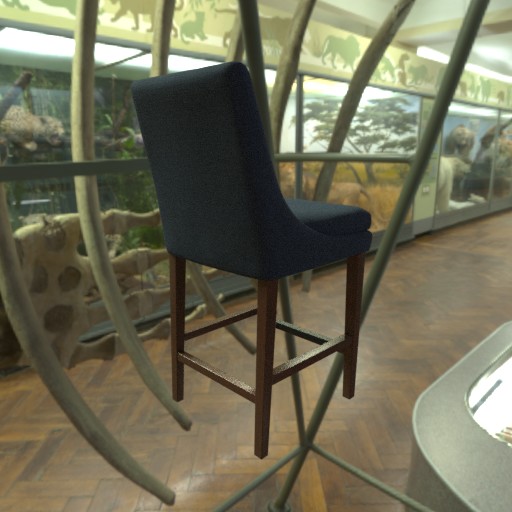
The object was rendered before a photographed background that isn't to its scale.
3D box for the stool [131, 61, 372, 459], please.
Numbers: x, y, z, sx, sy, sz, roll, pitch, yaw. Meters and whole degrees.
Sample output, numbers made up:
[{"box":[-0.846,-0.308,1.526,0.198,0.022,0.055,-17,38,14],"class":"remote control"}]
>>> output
[{"box":[0.000,0.000,1.330,0.577,0.981,0.470,-13,19,-43],"class":"stool"}]
